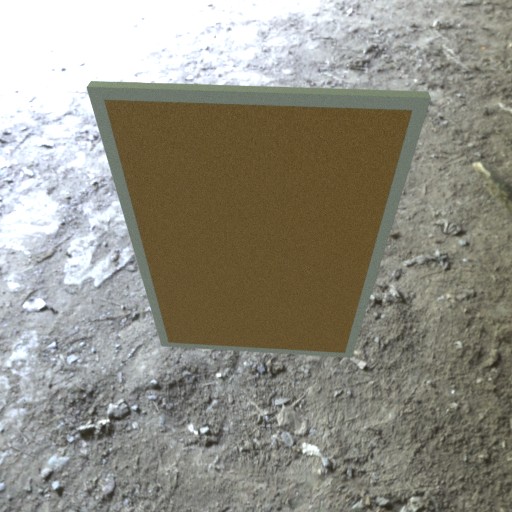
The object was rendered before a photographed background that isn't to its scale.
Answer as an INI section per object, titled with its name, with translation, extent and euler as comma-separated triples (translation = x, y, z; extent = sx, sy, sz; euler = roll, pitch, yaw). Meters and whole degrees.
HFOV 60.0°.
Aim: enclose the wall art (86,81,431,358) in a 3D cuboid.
[wall art]
translation = 0.000, 0.000, 0.551
extent = 0.303, 0.433, 0.013
euler = 3, 47, 3
